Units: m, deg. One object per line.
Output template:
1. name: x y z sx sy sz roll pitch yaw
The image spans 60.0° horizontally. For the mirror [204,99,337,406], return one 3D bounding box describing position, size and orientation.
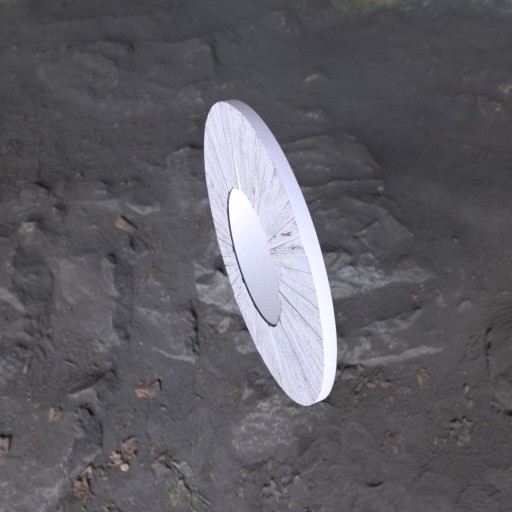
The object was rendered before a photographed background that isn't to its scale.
1. mirror: 0.000 0.000 1.358 0.038 0.914 0.914 -17 50 -15
